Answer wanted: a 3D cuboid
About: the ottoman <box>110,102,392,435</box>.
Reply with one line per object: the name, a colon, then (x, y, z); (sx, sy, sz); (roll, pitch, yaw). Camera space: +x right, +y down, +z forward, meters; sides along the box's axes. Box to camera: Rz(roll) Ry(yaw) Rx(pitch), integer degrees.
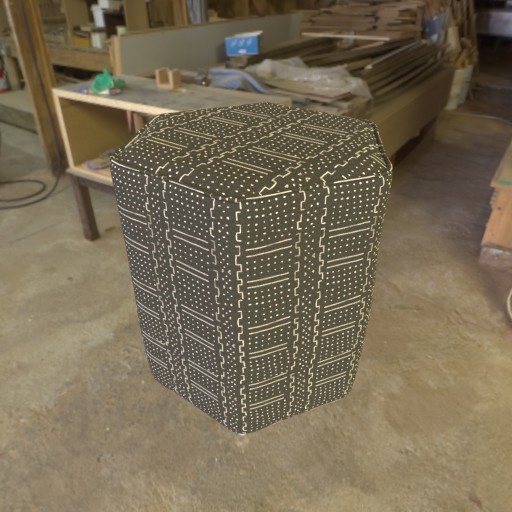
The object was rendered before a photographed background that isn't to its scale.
ottoman: (0.000, 0.000, 0.890); (0.494, 0.502, 0.443); (22, 39, 30)
